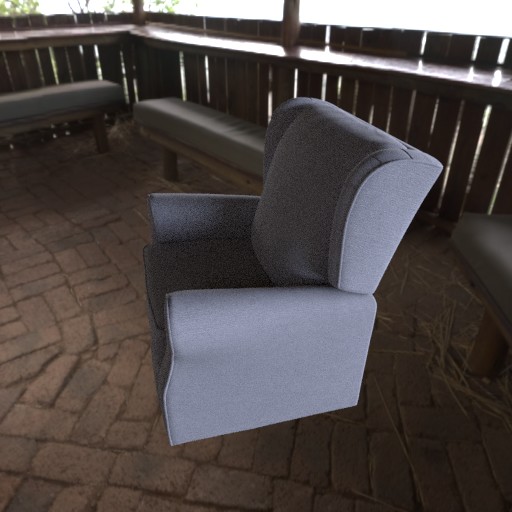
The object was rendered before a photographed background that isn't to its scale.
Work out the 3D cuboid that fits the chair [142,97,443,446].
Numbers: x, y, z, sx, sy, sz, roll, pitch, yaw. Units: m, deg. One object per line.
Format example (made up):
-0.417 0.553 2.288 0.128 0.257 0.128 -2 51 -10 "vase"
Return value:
0.000 0.000 1.646 0.854 0.966 0.906 -8 32 -13 "chair"
